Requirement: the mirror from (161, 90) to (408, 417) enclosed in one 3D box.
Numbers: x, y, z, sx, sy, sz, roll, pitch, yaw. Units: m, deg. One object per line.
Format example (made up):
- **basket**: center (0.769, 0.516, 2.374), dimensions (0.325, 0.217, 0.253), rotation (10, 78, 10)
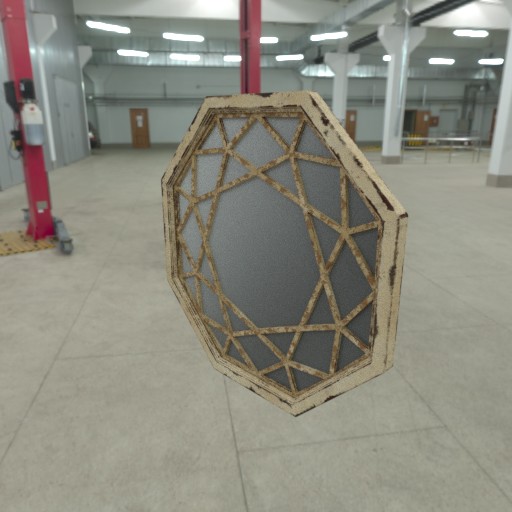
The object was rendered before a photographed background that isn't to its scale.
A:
- **mirror**: center (0.000, 0.000, 0.942), dimensions (0.031, 0.648, 0.648), rotation (-16, 23, -42)
